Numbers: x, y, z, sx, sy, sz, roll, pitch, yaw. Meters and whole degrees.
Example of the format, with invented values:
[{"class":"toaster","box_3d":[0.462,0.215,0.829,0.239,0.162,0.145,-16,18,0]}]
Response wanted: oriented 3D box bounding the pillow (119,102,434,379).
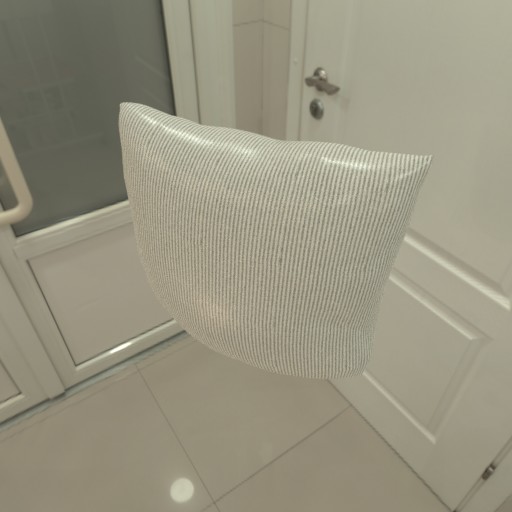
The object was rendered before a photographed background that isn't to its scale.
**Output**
[{"class":"pillow","box_3d":[0.000,0.000,0.716,0.310,0.432,0.387,-24,47,-25]}]
